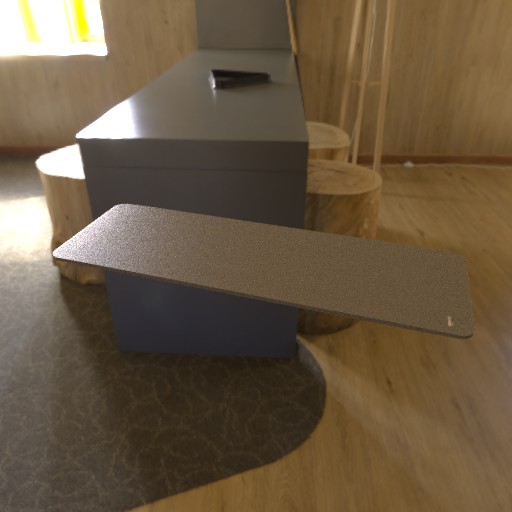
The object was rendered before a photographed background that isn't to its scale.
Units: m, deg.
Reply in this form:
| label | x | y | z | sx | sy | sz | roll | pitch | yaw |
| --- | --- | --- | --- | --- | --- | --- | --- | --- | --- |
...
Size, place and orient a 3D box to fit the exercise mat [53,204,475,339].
| label | x | y | z | sx | sy | sz | roll | pitch | yaw |
| --- | --- | --- | --- | --- | --- | --- | --- | --- | --- |
| exercise mat | 0.000 | 0.000 | 2.097 | 1.884 | 0.021 | 0.616 | 10 | 33 | 15 |
